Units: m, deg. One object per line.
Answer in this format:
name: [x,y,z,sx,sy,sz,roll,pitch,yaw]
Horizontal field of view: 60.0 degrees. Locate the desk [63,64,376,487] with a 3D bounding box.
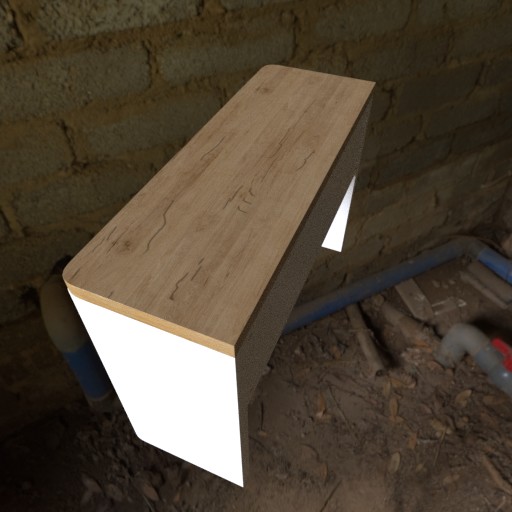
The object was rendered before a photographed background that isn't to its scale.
desk: [0.000,0.000,1.436,0.390,0.760,1.100,17,48,16]
